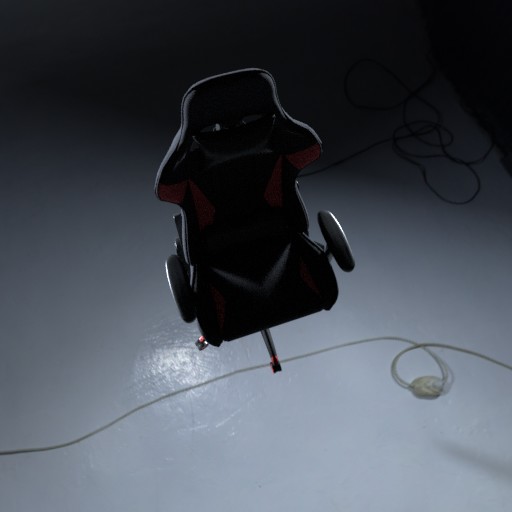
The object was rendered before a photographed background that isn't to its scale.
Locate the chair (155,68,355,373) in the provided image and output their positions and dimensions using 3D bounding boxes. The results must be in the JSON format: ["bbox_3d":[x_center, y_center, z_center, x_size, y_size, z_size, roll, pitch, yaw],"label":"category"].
[{"bbox_3d":[0.000,0.000,1.736,0.695,1.326,0.658,-17,64,-8],"label":"chair"}]
